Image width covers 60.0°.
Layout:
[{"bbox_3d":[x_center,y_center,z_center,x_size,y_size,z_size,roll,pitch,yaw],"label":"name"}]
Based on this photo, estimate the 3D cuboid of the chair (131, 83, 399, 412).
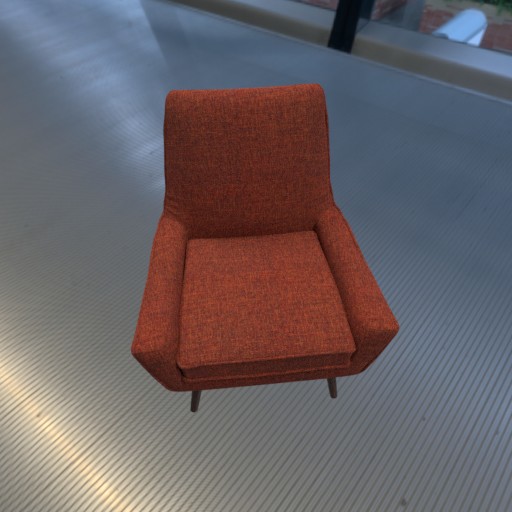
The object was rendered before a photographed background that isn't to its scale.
[{"bbox_3d":[0.000,0.000,1.564,0.803,0.911,0.784,-4,47,-4],"label":"chair"}]
